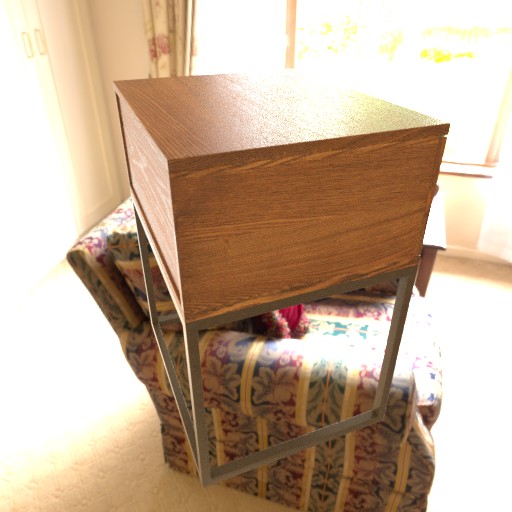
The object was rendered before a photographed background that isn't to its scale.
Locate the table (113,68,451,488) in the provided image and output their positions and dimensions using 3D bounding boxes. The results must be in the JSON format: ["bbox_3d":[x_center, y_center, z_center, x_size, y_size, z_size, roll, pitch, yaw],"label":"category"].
[{"bbox_3d":[0.000,0.000,0.887,0.400,0.610,0.482,-12,34,-19],"label":"table"}]
